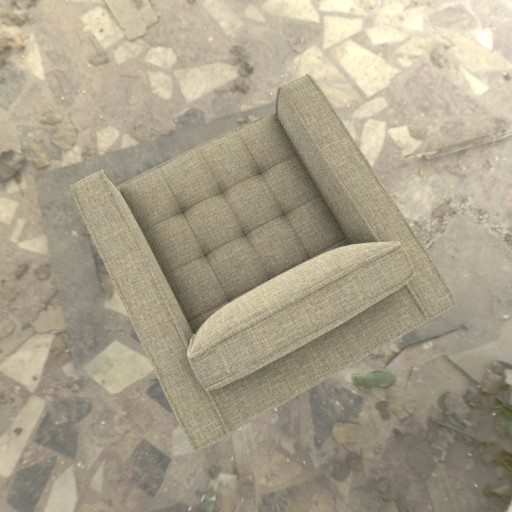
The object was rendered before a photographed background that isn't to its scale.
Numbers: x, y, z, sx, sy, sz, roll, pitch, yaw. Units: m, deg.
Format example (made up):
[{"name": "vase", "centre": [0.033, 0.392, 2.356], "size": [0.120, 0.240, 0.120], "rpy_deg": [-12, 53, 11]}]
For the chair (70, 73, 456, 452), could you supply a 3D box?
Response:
[{"name": "chair", "centre": [0.000, 0.000, 1.532], "size": [0.889, 0.765, 0.914], "rpy_deg": [-27, 77, -7]}]
